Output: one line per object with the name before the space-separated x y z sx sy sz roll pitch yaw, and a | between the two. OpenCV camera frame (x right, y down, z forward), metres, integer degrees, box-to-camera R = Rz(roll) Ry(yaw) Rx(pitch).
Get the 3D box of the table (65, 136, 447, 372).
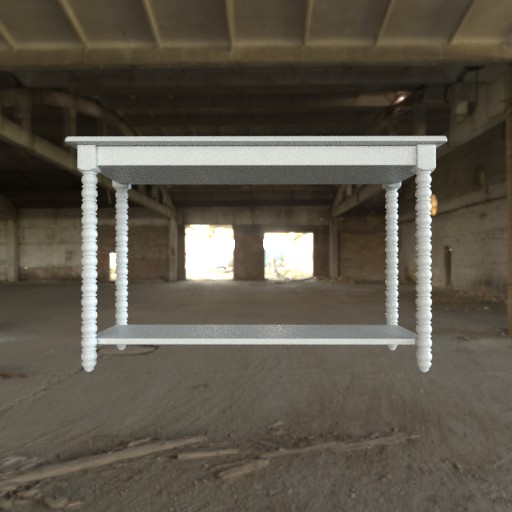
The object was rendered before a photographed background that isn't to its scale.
table | 0.000 0.000 1.589 1.184 0.740 0.459 0 0 0
